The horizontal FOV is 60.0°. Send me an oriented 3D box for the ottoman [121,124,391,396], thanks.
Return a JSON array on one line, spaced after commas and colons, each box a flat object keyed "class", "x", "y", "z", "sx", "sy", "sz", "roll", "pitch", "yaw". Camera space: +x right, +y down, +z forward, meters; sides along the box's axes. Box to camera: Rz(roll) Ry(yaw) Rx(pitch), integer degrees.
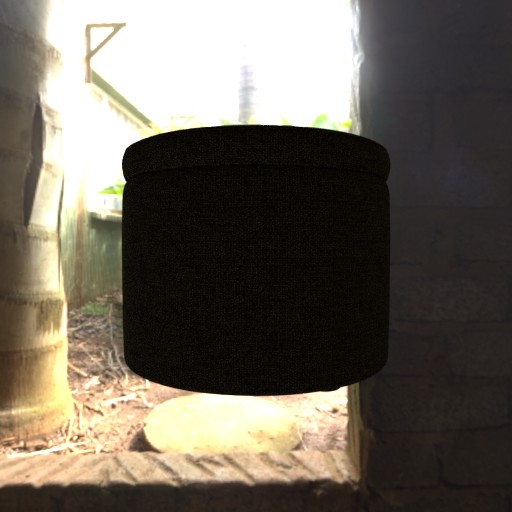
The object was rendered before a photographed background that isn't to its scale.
[{"class": "ottoman", "x": 0.000, "y": 0.000, "z": 0.897, "sx": 0.520, "sy": 0.430, "sz": 0.520, "roll": 0, "pitch": 2, "yaw": 0}]
